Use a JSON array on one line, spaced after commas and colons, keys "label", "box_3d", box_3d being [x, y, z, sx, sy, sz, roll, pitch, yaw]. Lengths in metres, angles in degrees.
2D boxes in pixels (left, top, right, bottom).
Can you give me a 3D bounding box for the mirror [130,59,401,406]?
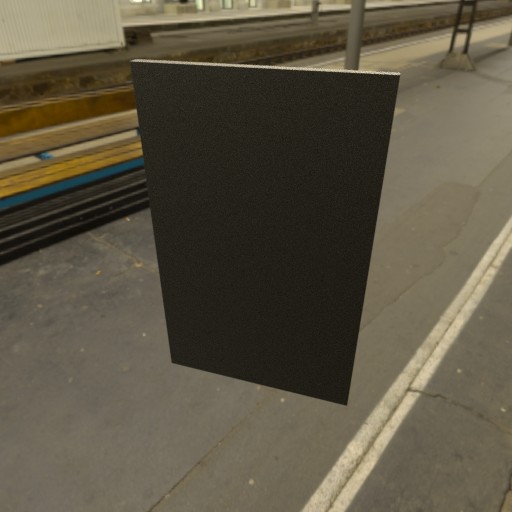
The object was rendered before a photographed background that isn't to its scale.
[{"label": "mirror", "box_3d": [0.000, 0.000, 1.533, 0.762, 1.219, 0.038, 9, 33, 15]}]
